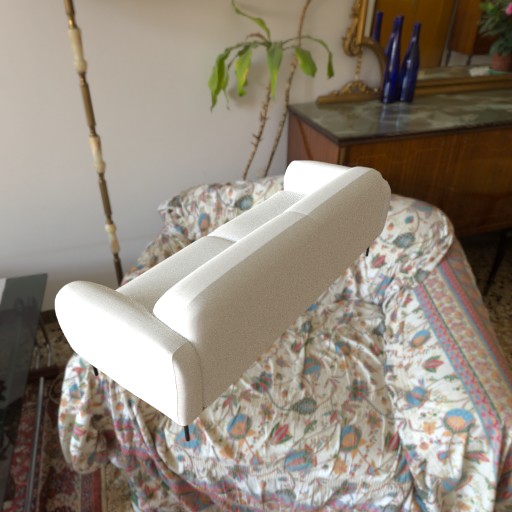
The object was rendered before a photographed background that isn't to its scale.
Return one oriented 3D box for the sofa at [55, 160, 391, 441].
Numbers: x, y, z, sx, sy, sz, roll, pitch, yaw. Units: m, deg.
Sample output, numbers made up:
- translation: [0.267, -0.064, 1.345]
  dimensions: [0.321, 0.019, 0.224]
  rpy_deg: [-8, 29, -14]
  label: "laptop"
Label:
- translation: [0.000, 0.000, 2.744]
  dimensions: [0.880, 0.780, 2.257]
  rpy_deg: [21, 38, 30]
  label: "sofa"
